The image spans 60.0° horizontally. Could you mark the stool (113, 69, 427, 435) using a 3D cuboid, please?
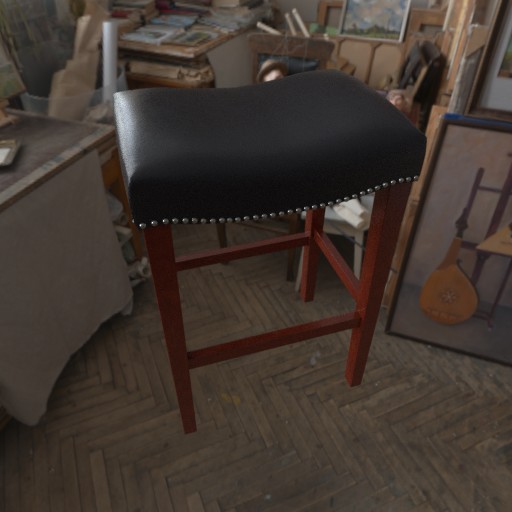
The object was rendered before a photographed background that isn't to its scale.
[{"bbox_3d":[0.000,0.000,1.033,0.504,0.742,0.372,-11,42,-13],"label":"stool"}]
